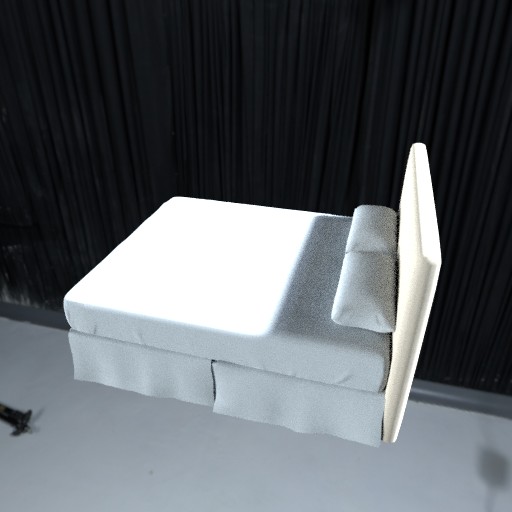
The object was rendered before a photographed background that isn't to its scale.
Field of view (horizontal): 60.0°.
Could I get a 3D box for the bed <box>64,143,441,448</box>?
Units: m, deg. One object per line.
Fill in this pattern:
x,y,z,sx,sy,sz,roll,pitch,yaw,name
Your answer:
0.000,0.000,3.138,2.142,1.330,1.748,8,32,14,bed
